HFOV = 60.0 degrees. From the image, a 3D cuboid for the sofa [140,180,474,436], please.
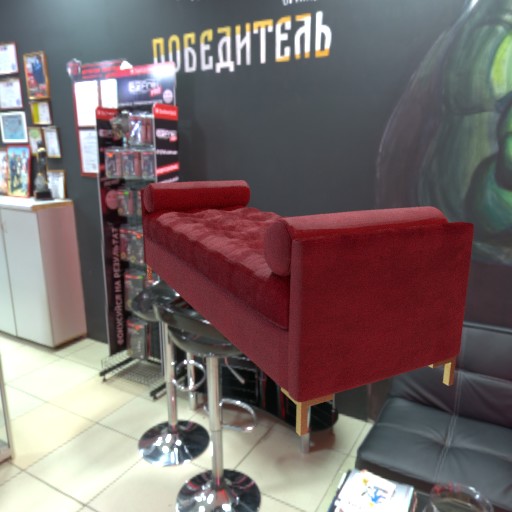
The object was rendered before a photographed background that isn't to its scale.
[{"bbox_3d":[0.000,0.000,2.436,0.796,0.705,2.102,-7,15,-26],"label":"sofa"}]
